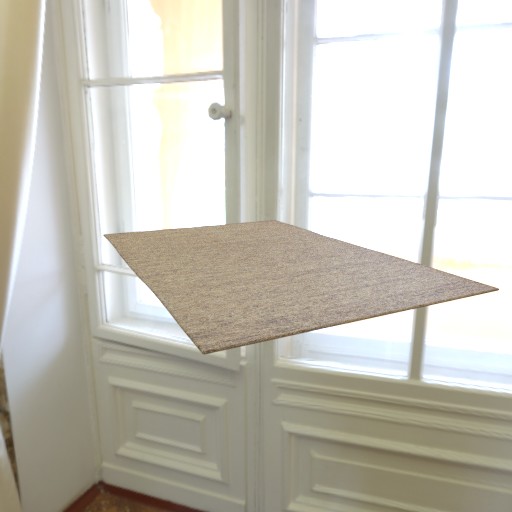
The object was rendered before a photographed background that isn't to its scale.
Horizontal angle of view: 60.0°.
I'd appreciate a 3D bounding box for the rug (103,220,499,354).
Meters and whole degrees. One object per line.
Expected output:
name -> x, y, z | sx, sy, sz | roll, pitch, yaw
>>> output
rug -> 0.000, 0.000, 2.832 | 1.547, 0.013, 2.283 | -7, 16, -26
